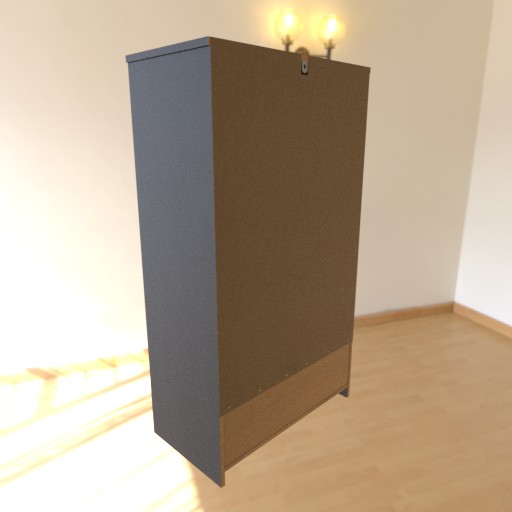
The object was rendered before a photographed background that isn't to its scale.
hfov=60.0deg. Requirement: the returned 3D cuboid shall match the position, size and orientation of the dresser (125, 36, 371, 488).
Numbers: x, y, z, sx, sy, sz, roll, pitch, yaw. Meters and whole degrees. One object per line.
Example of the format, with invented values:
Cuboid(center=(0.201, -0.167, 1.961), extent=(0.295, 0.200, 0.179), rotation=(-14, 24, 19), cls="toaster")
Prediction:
Cuboid(center=(0.000, 0.000, 1.551), extent=(0.399, 1.255, 0.704), rotation=(15, 21, 43), cls="dresser")
